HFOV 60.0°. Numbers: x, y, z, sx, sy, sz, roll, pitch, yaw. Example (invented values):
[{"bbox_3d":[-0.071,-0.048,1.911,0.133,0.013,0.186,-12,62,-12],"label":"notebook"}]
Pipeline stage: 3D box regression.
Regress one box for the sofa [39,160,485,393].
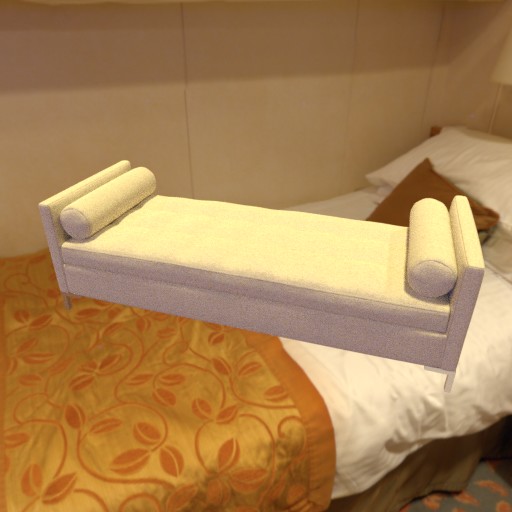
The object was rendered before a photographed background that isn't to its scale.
[{"bbox_3d":[0.000,0.000,2.424,2.102,0.655,0.797,9,30,15],"label":"sofa"}]
